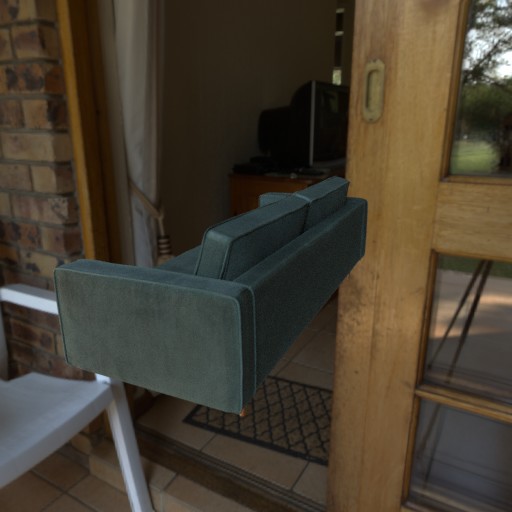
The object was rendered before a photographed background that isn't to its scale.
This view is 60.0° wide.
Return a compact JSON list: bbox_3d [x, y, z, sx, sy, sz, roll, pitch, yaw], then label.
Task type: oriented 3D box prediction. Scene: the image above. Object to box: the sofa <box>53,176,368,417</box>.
[{"bbox_3d":[0.000,0.000,2.637,0.886,0.781,2.214,8,18,24],"label":"sofa"}]
